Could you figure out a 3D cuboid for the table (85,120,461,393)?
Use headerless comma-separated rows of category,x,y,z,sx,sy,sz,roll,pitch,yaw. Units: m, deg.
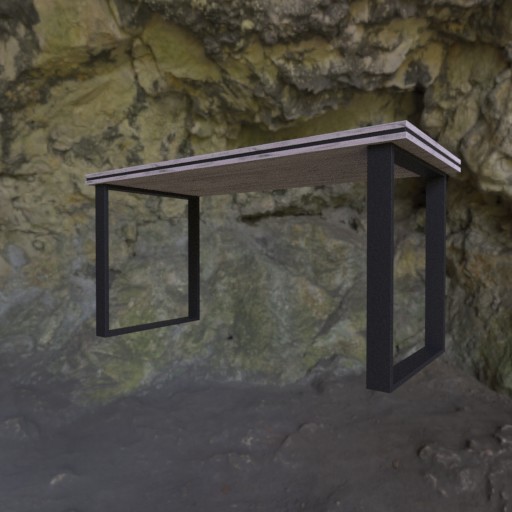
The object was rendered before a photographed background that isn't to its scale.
table,0.000,0.000,2.274,1.778,0.899,0.795,1,1,36
